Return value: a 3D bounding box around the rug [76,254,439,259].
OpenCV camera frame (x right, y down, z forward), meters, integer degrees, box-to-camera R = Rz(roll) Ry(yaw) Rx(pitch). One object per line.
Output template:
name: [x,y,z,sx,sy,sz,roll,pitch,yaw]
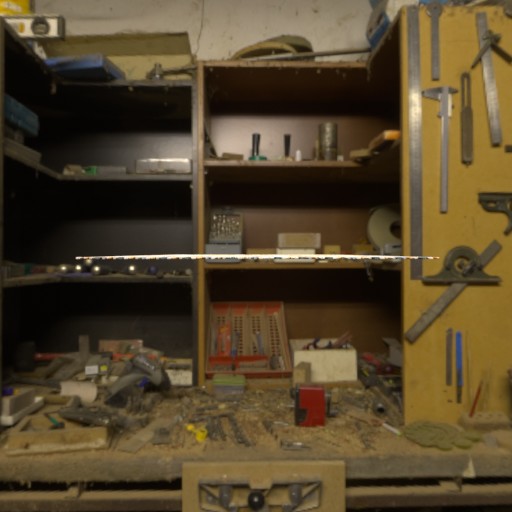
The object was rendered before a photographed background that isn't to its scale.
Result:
rug: [0.000,0.000,3.063,1.533,0.010,2.428,0,0,-1]
